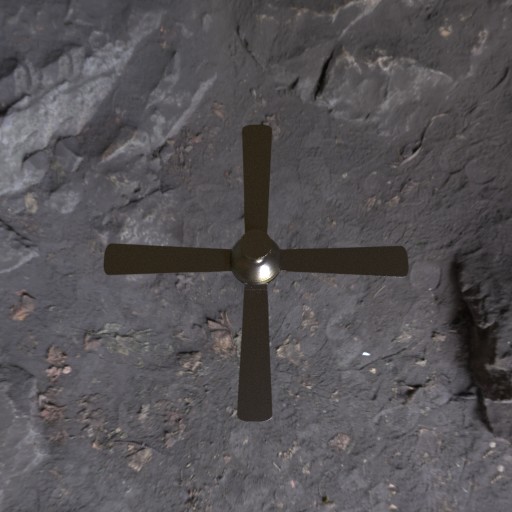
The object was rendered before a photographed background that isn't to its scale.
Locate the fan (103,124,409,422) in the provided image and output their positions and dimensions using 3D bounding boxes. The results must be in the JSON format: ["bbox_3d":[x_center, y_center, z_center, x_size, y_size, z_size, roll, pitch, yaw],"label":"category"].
[{"bbox_3d":[0.000,0.000,1.941,1.321,0.381,1.321,20,76,5],"label":"fan"}]
